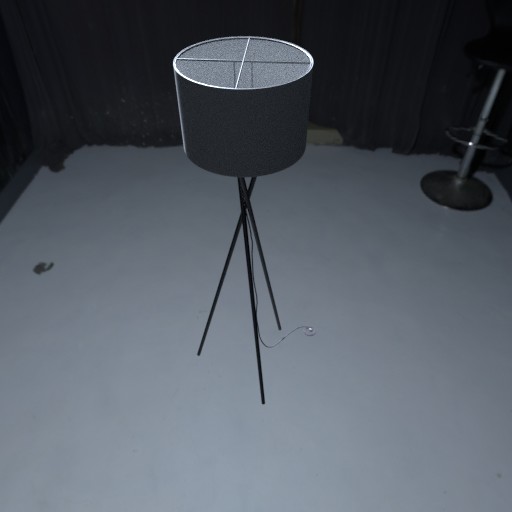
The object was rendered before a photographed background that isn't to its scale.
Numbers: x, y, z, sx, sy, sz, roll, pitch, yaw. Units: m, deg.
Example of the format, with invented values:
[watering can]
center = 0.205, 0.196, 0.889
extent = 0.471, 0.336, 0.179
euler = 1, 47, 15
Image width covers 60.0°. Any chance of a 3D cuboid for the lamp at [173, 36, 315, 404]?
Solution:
[lamp]
center = 0.000, 0.000, 1.911
extent = 0.667, 1.624, 0.522
euler = 3, 44, 3
